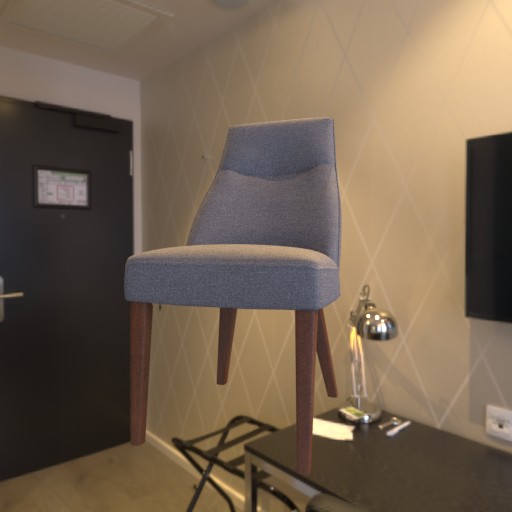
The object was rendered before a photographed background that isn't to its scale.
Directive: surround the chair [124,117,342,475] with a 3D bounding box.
[{"bbox_3d":[0.000,0.000,1.309,0.500,0.930,0.620,1,2,19],"label":"chair"}]
